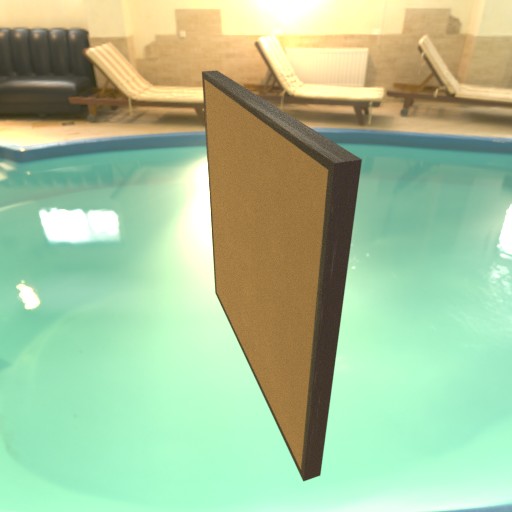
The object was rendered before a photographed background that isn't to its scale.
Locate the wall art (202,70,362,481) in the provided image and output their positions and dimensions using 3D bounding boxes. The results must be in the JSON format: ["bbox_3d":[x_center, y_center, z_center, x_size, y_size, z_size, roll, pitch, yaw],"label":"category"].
[{"bbox_3d":[0.000,0.000,1.122,0.043,0.758,0.762,-11,34,-17],"label":"wall art"}]
